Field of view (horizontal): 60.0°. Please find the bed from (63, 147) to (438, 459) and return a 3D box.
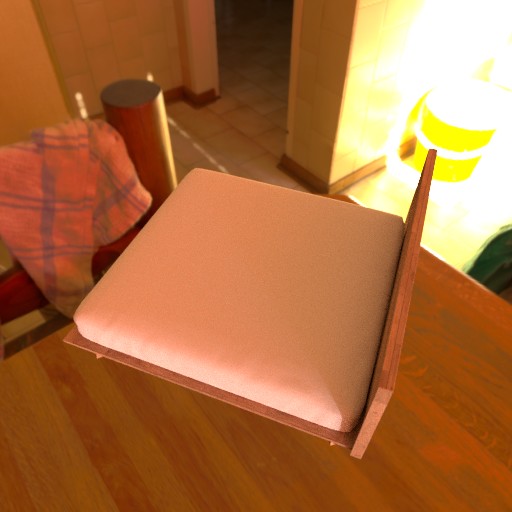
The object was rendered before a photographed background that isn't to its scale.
[{"bbox_3d":[0.000,0.000,3.356,2.167,1.100,2.116,16,48,14],"label":"bed"}]
